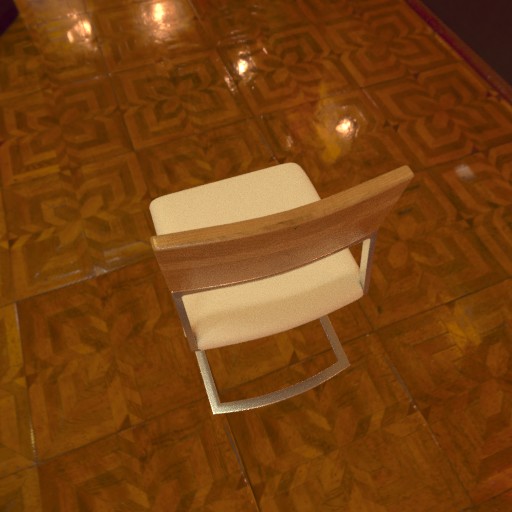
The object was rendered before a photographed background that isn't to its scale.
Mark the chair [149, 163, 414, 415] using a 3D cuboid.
[{"bbox_3d":[0.000,0.000,1.176,0.467,0.844,0.585,-17,60,-10],"label":"chair"}]
